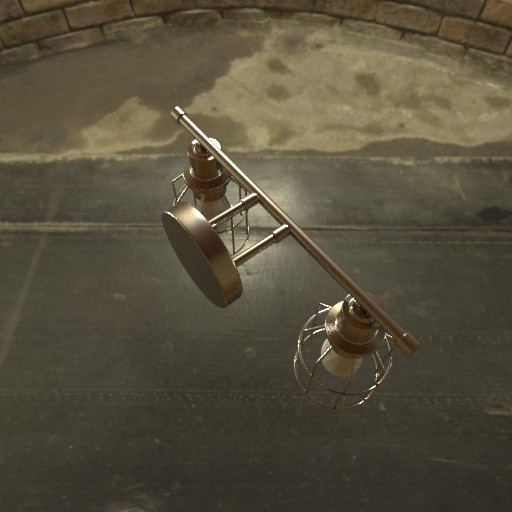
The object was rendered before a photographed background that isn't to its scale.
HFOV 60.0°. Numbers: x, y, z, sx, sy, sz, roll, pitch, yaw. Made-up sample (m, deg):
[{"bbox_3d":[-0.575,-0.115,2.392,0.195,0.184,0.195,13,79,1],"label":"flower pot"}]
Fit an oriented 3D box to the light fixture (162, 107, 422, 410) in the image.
[{"bbox_3d":[0.000,0.000,0.539,0.165,0.254,0.406,-33,63,-19],"label":"light fixture"}]
